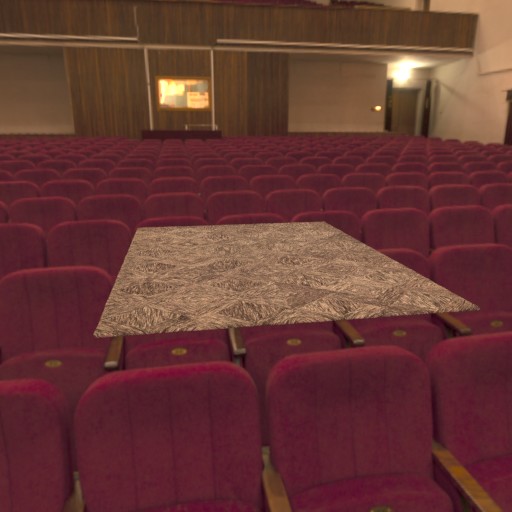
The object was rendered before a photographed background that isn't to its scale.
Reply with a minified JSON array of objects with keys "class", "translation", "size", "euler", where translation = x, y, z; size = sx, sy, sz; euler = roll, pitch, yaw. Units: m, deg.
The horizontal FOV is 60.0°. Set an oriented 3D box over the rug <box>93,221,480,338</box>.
[{"class":"rug","translation":[0.000,0.000,4.225],"size":[2.448,0.017,3.204],"euler":[-3,15,-10]}]
